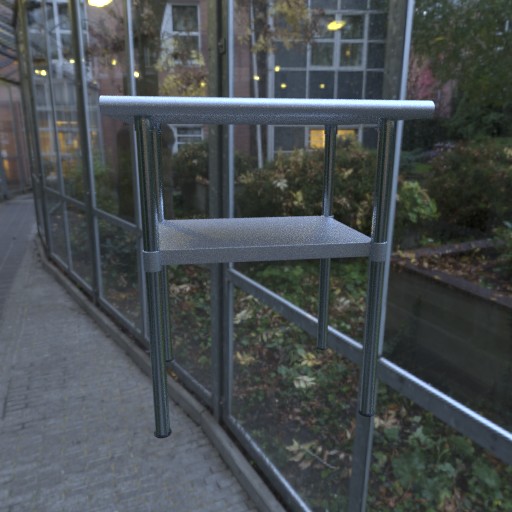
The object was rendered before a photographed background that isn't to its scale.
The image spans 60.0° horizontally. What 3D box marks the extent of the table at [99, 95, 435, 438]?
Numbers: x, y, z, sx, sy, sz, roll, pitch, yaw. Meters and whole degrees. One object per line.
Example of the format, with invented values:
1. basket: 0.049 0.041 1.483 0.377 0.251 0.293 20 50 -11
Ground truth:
1. table: 0.000 0.000 1.373 0.762 0.876 0.584 -2 15 -9
